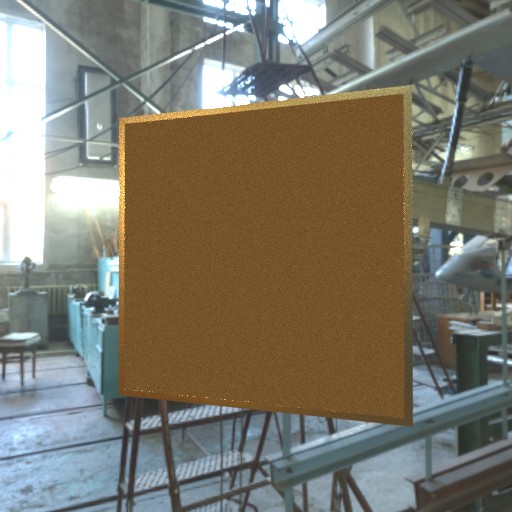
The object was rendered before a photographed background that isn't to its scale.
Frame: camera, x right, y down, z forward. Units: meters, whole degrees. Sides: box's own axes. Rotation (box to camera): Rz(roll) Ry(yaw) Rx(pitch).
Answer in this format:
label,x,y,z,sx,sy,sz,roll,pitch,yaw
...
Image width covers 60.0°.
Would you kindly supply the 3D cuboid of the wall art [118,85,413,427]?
label,x,y,z,sx,sy,sz,roll,pitch,yaw
wall art,0.000,0.000,0.459,0.304,0.304,0.038,0,-1,18
